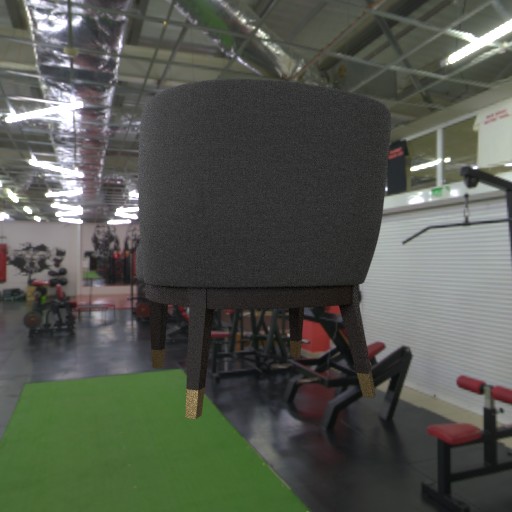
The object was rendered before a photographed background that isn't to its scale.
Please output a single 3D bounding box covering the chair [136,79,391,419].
[{"bbox_3d":[0.000,0.000,1.228,0.639,0.695,0.698,0,-1,-19],"label":"chair"}]
